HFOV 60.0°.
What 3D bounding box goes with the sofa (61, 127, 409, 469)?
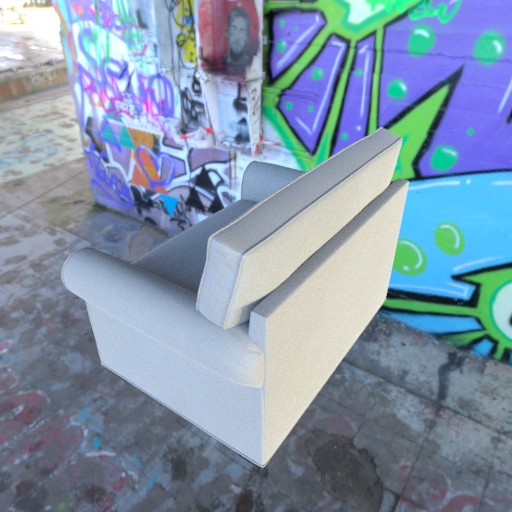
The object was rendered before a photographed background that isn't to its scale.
[{"bbox_3d":[0.000,0.000,2.063,0.937,1.006,1.405,20,38,29],"label":"sofa"}]
